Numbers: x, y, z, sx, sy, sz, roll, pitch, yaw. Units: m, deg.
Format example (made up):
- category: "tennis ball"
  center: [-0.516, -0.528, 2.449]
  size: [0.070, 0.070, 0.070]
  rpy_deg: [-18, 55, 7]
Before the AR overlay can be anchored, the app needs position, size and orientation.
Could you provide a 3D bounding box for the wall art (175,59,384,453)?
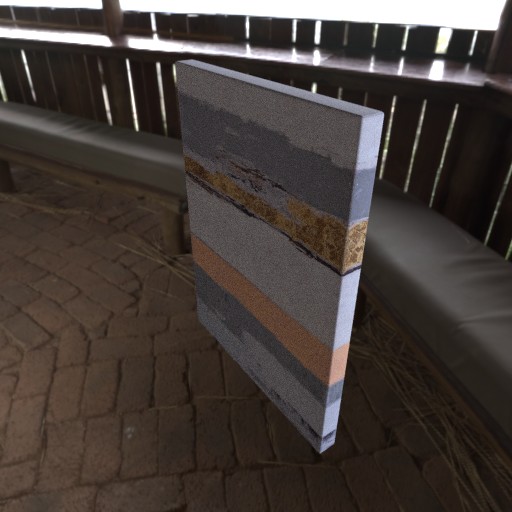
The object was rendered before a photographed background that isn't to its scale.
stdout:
- category: "wall art"
  center: [0.000, 0.000, 0.813]
  size: [0.038, 0.609, 0.456]
  rpy_deg: [-21, 38, -29]
